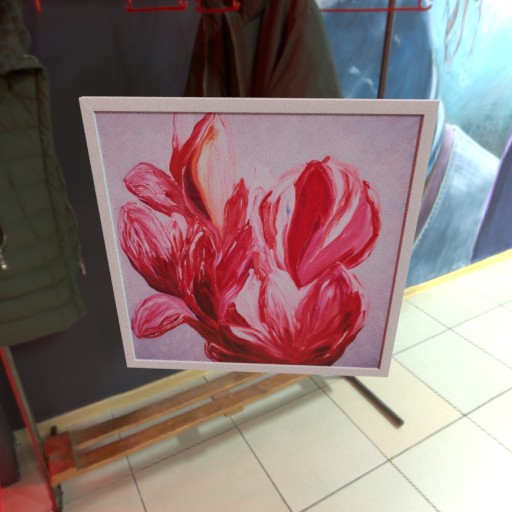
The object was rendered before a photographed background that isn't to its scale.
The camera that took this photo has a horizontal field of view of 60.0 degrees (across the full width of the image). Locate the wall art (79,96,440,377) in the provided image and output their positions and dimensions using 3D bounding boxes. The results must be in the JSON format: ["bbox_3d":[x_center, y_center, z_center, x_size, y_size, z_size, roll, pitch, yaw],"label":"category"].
[{"bbox_3d":[0.000,0.000,1.187,0.805,0.803,0.022,1,28,3],"label":"wall art"}]
